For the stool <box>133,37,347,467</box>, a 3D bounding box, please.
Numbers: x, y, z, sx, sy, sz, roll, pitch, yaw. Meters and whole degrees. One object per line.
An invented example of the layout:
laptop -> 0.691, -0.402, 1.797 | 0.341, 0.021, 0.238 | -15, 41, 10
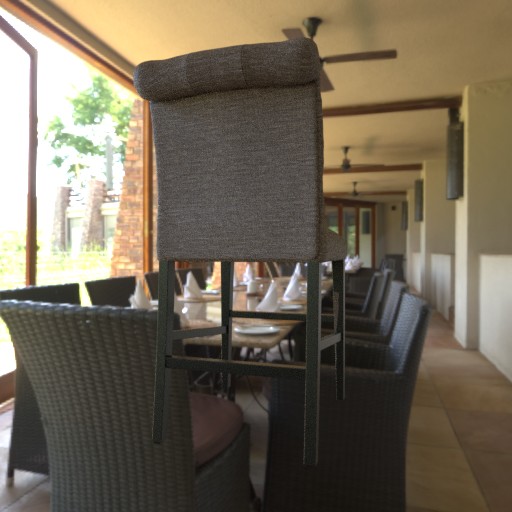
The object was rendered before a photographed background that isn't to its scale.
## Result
stool -> 0.000, 0.000, 1.284 | 0.457, 0.970, 0.611 | 0, 1, 18
